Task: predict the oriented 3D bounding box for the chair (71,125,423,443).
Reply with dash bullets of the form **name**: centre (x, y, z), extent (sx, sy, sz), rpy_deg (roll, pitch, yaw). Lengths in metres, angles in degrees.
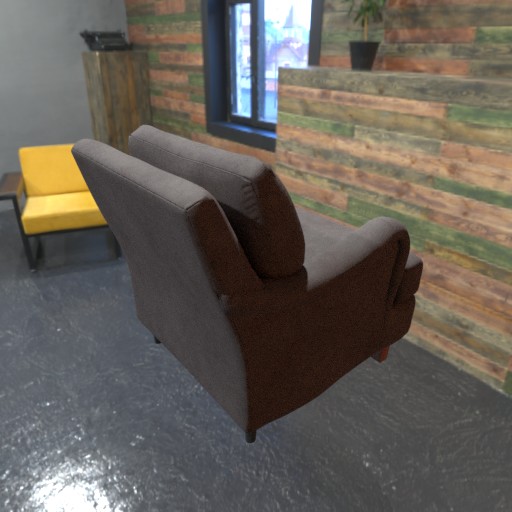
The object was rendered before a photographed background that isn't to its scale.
- **chair**: centre (0.000, 0.000, 1.798), extent (1.070, 0.997, 0.955), rpy_deg (-18, 31, -33)
